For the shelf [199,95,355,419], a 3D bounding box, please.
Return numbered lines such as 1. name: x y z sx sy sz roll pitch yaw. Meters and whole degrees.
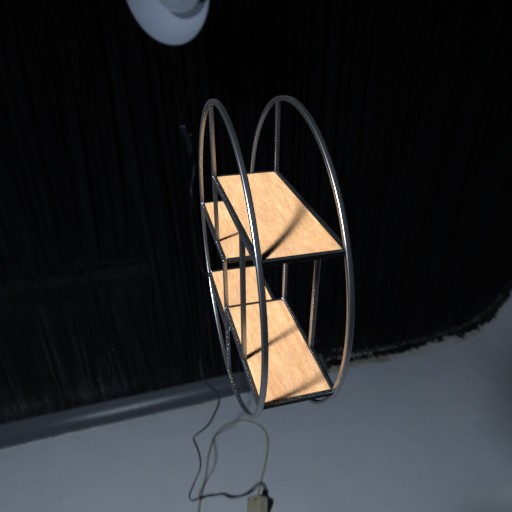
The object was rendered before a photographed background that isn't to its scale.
1. shelf: 0.000 0.000 1.316 0.202 0.888 0.888 -7 31 -13
